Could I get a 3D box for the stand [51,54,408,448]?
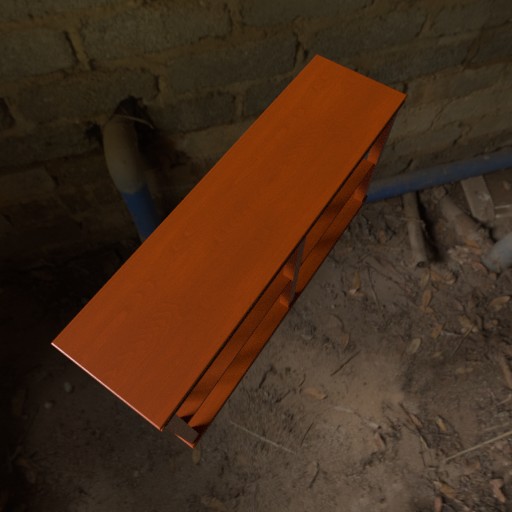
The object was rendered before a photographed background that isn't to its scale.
[{"bbox_3d":[0.000,0.000,1.725,0.381,0.762,1.372,32,67,15],"label":"stand"}]
